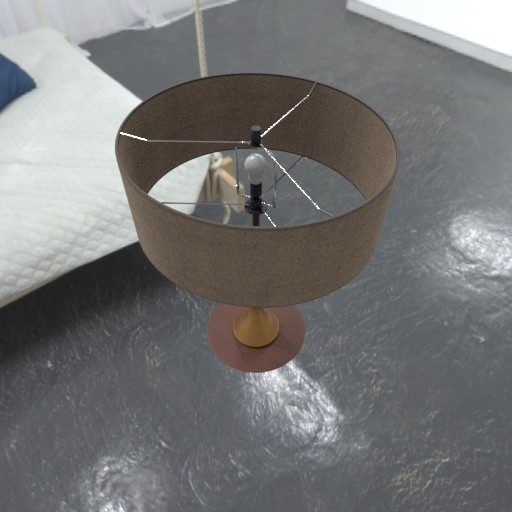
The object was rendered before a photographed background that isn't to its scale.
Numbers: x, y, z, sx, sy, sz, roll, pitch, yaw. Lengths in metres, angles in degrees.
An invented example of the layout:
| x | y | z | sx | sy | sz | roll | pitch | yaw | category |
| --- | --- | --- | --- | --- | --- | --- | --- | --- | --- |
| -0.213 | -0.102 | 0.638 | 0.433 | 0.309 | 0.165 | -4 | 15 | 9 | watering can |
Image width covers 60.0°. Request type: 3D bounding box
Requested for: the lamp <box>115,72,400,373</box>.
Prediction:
| x | y | z | sx | sy | sz | roll | pitch | yaw | category |
| --- | --- | --- | --- | --- | --- | --- | --- | --- | --- |
| 0.000 | 0.000 | 0.848 | 0.417 | 0.551 | 0.396 | 24 | 52 | 20 | lamp |
